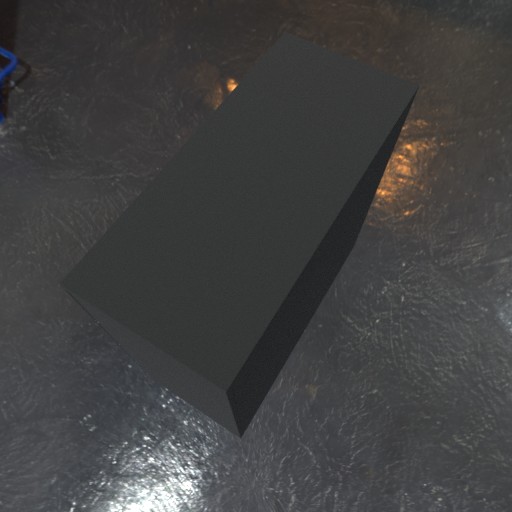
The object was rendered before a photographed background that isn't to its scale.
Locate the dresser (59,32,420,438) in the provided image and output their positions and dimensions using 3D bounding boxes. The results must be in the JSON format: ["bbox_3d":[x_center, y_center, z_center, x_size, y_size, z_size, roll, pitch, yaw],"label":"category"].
[{"bbox_3d":[0.000,0.000,1.163,0.360,0.720,0.750,29,66,14],"label":"dresser"}]
